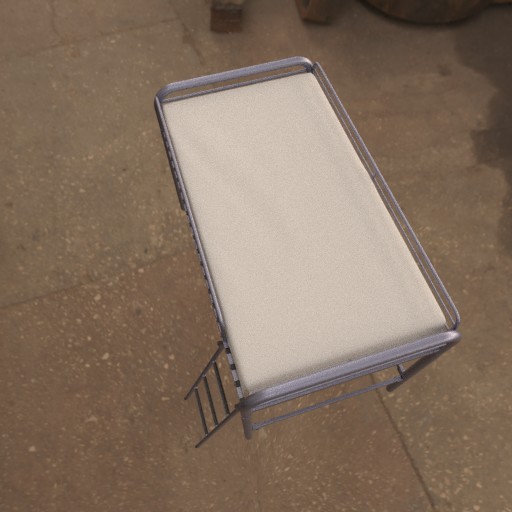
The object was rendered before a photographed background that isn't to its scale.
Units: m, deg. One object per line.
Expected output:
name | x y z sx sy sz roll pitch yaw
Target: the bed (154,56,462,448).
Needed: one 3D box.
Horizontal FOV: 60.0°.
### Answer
bed | 0.000 0.000 2.870 1.415 1.288 1.965 -15 63 -8
